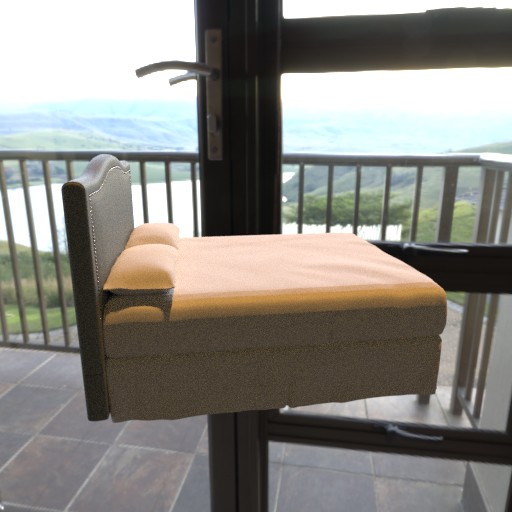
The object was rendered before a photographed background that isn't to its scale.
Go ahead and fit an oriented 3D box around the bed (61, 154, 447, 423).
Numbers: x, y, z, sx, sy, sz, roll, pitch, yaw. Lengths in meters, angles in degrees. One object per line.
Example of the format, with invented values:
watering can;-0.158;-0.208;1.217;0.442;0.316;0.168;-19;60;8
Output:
bed;0.000;0.000;3.230;2.143;1.460;1.753;-2;16;-8
